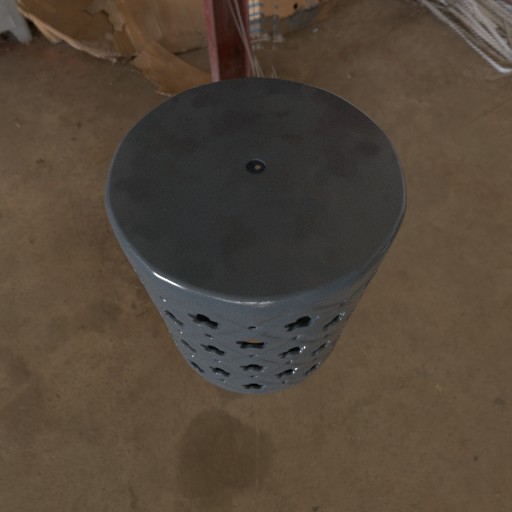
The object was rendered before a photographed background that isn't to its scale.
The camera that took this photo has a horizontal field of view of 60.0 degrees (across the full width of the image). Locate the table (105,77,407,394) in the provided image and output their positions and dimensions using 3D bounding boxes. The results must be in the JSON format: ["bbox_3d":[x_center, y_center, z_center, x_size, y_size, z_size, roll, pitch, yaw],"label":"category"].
[{"bbox_3d":[0.000,0.000,0.675,0.352,0.387,0.352,0,58,0],"label":"table"}]
